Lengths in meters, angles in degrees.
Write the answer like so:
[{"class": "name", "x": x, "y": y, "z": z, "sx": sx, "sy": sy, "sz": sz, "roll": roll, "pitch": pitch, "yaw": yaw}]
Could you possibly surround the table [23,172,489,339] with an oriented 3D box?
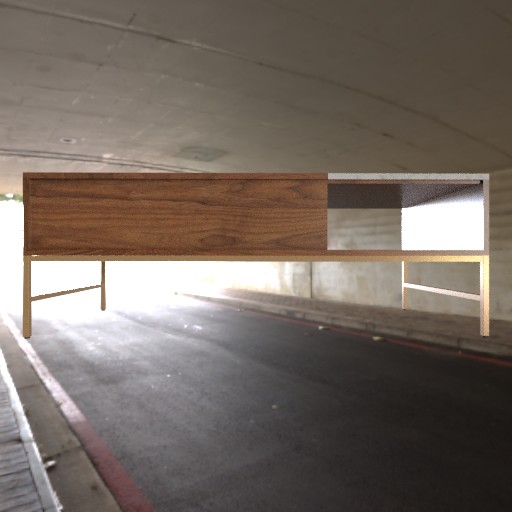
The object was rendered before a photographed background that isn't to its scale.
[{"class": "table", "x": 0.000, "y": 0.000, "z": 1.870, "sx": 1.553, "sy": 0.551, "sz": 0.789, "roll": 0, "pitch": 0, "yaw": -1}]
